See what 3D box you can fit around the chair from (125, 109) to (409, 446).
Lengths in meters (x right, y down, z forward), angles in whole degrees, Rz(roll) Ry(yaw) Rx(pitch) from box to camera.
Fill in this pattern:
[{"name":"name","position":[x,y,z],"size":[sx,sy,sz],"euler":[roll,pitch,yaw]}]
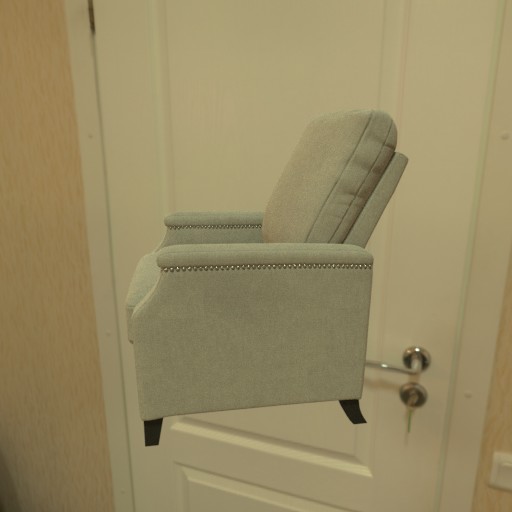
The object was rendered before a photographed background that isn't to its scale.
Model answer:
[{"name":"chair","position":[0.000,0.000,1.673],"size":[0.922,1.049,0.710],"euler":[-2,15,-9]}]
